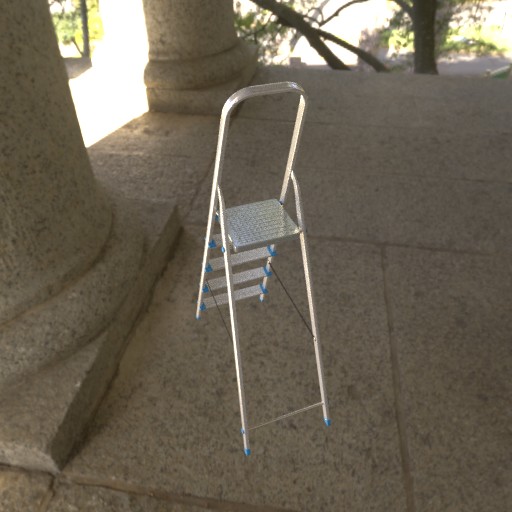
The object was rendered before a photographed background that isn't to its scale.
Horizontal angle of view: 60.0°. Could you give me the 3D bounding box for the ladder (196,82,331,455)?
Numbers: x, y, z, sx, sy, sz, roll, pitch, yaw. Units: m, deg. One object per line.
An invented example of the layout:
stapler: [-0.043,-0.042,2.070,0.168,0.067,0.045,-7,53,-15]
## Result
ladder: [0.000,0.000,2.061,0.468,1.648,0.990,-13,42,-16]
